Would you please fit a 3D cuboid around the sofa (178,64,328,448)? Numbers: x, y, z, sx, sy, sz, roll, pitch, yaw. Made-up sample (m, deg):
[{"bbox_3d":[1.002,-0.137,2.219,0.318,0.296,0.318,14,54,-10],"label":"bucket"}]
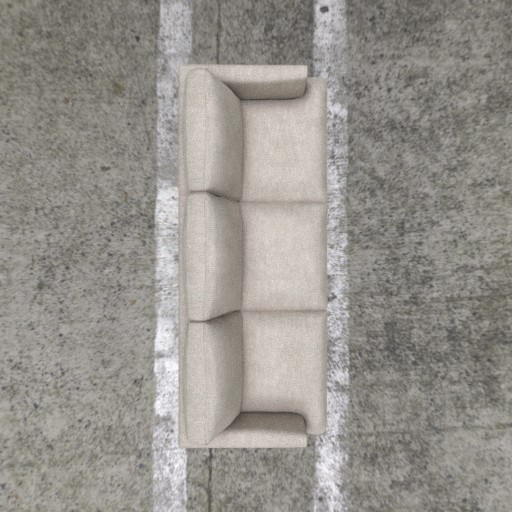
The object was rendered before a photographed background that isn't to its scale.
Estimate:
[{"bbox_3d":[0.000,0.000,2.759,0.903,0.930,2.246,0,90,0],"label":"sofa"}]
